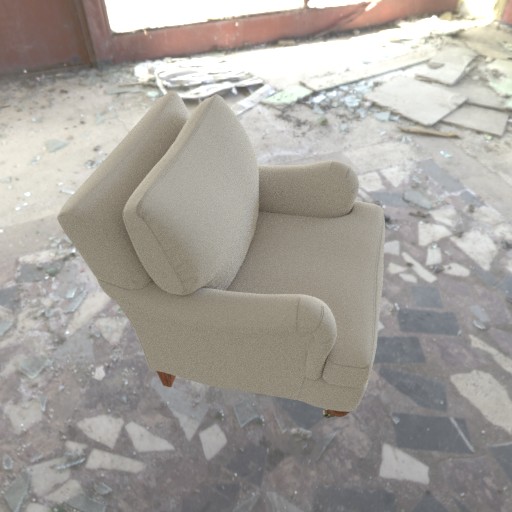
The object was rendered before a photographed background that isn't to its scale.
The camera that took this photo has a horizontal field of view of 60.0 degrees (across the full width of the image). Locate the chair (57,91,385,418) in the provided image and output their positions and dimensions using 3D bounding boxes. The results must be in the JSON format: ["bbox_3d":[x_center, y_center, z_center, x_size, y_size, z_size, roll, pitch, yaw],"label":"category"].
[{"bbox_3d":[0.000,0.000,1.888,1.070,1.038,0.955,10,46,10],"label":"chair"}]
